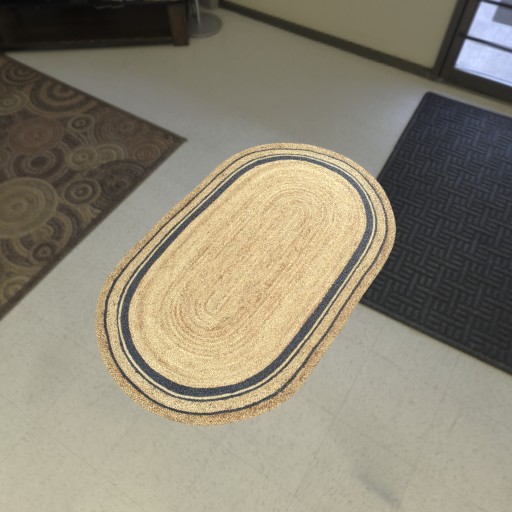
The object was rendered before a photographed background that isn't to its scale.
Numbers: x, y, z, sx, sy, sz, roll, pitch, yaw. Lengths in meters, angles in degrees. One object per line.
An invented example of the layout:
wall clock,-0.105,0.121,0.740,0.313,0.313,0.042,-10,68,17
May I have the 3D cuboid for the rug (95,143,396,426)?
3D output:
rug,0.000,0.000,3.087,1.520,0.006,2.432,31,62,19
